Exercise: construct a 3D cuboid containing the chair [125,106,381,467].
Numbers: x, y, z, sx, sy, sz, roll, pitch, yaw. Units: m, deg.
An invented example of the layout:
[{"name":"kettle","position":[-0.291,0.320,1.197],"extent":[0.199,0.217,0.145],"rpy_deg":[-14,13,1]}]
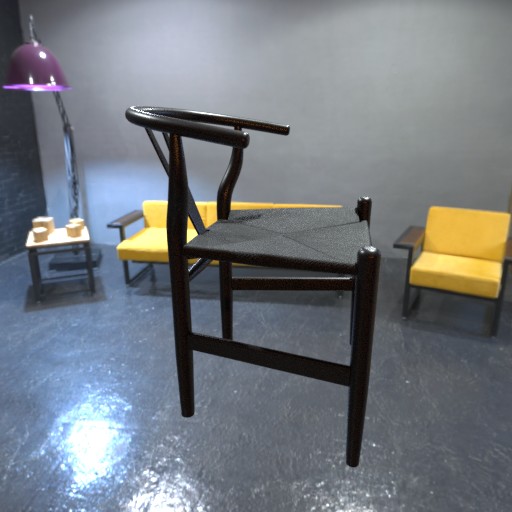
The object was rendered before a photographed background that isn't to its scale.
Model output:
[{"name":"chair","position":[0.000,0.000,1.139],"extent":[0.579,0.730,0.569],"rpy_deg":[4,18,12]}]
